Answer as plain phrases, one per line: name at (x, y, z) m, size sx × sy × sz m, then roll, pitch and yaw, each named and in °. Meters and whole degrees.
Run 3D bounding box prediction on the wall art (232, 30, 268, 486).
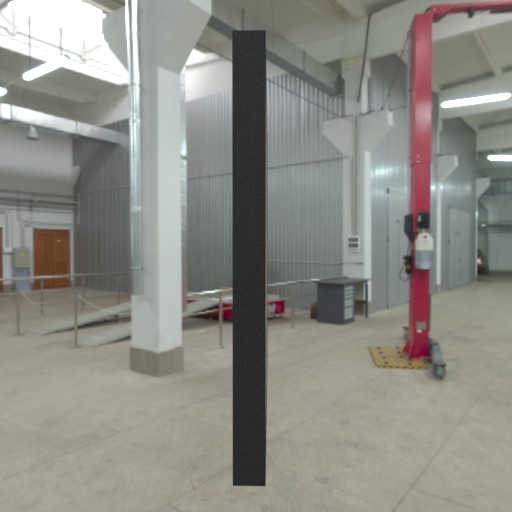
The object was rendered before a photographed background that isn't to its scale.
wall art at (0.000, 0.000, 0.747) m, size 0.037 × 0.507 × 0.509 m, roll 0°, pitch 1°, yaw 2°
